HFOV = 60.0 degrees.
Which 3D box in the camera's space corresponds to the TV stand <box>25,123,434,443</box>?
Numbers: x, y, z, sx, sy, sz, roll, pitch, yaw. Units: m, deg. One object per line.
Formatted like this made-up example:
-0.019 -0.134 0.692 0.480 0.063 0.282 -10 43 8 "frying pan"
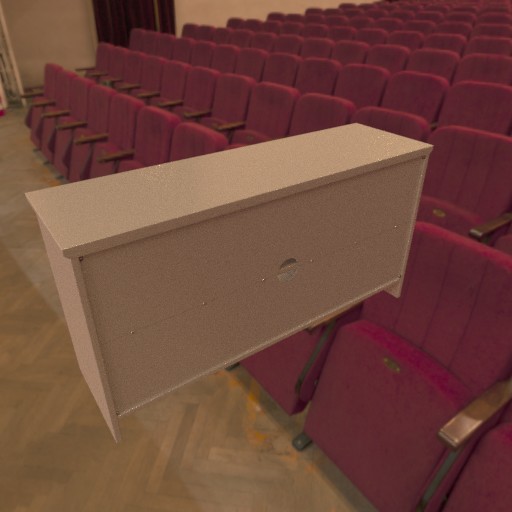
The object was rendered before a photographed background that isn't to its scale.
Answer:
0.000 0.000 1.427 1.167 0.603 0.344 -20 36 -29 "TV stand"
